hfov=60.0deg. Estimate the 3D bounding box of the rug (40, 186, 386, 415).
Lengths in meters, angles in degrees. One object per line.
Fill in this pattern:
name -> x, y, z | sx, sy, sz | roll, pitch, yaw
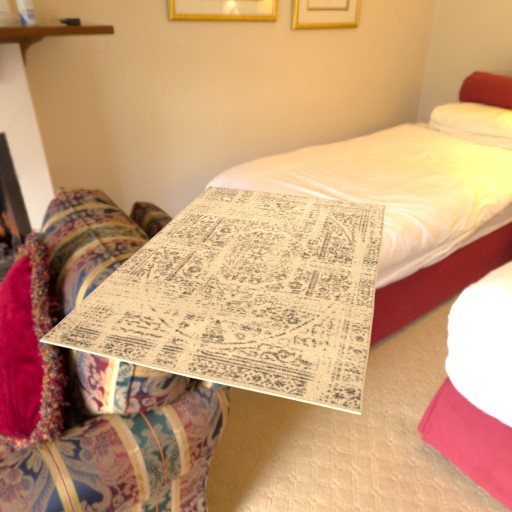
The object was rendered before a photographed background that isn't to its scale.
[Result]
rug -> 0.000, 0.000, 3.168 | 1.706, 0.026, 2.438 | 8, 31, 15
